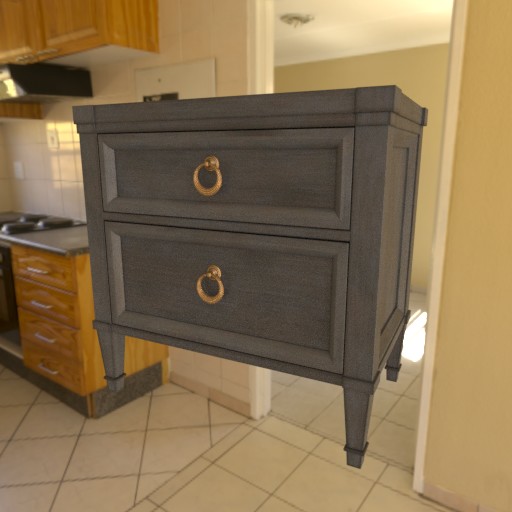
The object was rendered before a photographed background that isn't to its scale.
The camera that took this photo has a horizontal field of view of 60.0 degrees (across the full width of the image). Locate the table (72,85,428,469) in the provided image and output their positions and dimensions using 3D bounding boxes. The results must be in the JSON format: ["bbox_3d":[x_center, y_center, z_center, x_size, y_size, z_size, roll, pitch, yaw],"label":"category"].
[{"bbox_3d":[0.000,0.000,1.036,0.660,0.660,0.413,6,14,26],"label":"table"}]
